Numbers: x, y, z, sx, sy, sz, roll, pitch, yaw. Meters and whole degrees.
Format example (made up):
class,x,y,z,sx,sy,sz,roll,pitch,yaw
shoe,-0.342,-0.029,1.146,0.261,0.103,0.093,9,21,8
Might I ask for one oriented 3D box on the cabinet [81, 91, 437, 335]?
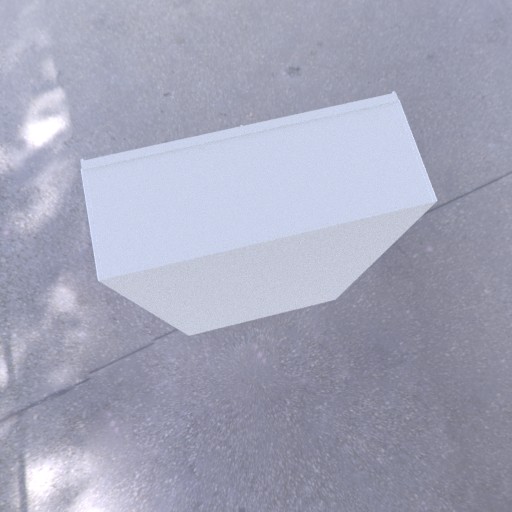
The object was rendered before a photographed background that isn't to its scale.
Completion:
class,x,y,z,sx,sy,sz,roll,pitch,yaw
cabinet,0.000,0.000,2.679,1.250,2.160,0.480,-13,75,-4
